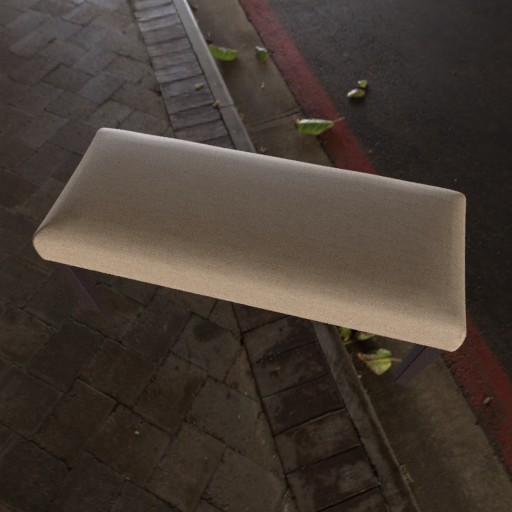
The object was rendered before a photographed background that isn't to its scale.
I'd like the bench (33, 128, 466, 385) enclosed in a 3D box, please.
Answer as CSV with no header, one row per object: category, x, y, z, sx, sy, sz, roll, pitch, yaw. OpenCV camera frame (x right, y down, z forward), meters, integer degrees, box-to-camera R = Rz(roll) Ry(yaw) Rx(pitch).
bench,0.000,0.000,1.243,1.013,0.456,0.407,12,59,7
